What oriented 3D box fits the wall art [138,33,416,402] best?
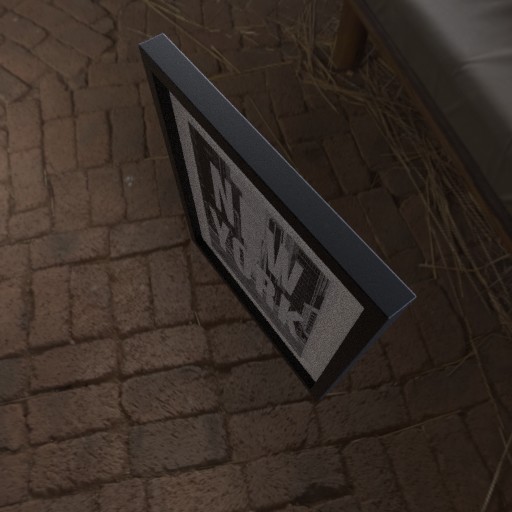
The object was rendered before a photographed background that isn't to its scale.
[{"bbox_3d":[0.000,0.000,0.524,0.028,0.381,0.328,-34,69,-15],"label":"wall art"}]
